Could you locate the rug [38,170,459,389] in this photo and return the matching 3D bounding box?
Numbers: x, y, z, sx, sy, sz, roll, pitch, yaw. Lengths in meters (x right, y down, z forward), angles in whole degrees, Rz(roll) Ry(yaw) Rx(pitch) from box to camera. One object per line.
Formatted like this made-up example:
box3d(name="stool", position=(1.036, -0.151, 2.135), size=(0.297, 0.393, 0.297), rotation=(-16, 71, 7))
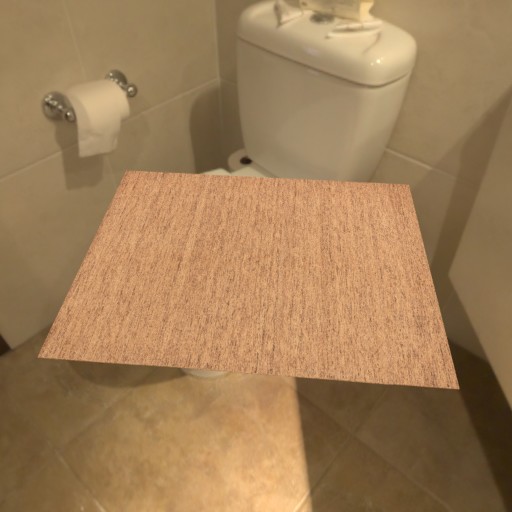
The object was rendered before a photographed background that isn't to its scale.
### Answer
box3d(name="rug", position=(0.000, 0.000, 4.185), size=(3.205, 0.013, 2.448), rotation=(3, 47, 3))
